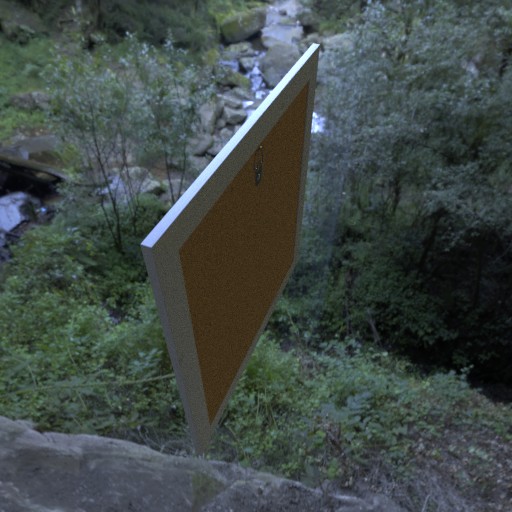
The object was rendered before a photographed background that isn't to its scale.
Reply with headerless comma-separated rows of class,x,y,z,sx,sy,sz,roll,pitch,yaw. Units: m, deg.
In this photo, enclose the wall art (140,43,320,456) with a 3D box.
wall art,0.000,0.000,0.840,0.015,0.577,0.572,17,49,16
